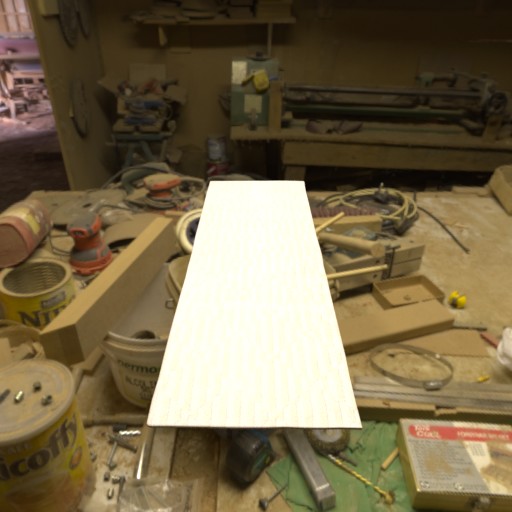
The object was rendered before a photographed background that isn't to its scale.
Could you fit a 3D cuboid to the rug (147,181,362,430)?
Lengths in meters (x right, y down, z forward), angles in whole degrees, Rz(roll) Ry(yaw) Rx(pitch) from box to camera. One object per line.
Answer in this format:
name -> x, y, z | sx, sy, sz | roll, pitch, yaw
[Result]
rug -> 0.000, 0.000, 2.657 | 0.793, 0.014, 2.450 | 0, 31, 0
